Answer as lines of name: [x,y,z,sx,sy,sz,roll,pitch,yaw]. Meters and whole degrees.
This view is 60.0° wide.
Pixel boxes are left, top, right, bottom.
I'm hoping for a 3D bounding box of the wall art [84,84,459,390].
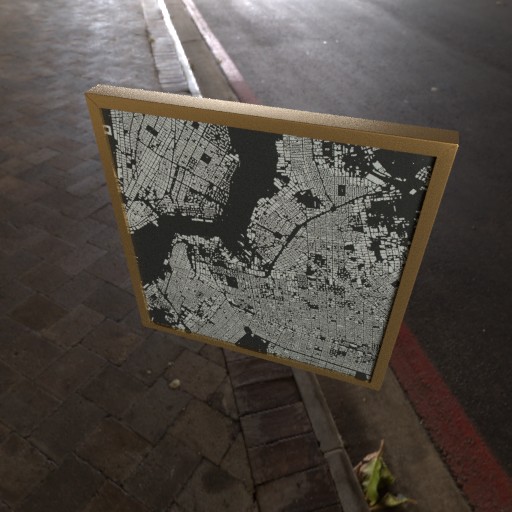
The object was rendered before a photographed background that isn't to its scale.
wall art: [0.000,0.000,0.452,0.305,0.305,0.023,12,42,14]
